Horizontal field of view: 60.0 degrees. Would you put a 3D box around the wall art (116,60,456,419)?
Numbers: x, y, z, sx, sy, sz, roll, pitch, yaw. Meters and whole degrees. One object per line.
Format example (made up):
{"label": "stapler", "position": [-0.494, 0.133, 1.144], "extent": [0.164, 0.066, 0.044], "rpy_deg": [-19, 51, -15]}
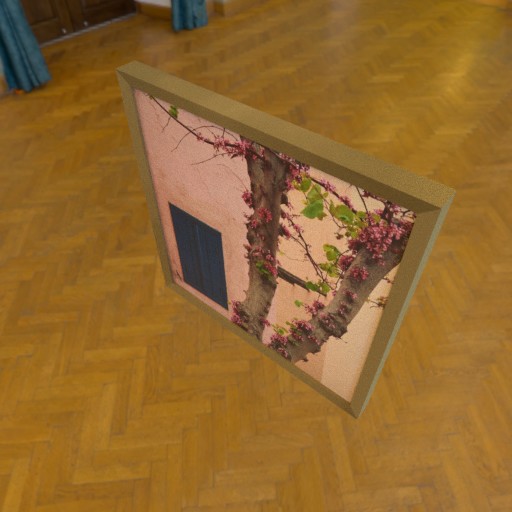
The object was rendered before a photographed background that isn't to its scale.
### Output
{"label": "wall art", "position": [0.000, 0.000, 0.747], "extent": [0.507, 0.508, 0.038], "rpy_deg": [30, 54, 25]}
